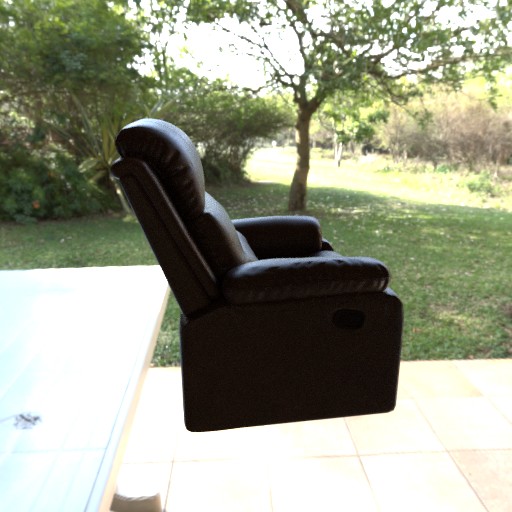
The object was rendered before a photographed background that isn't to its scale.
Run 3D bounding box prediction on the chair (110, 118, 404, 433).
[{"bbox_3d":[0.000,0.000,1.680,0.919,0.992,0.855,-2,16,-9],"label":"chair"}]
